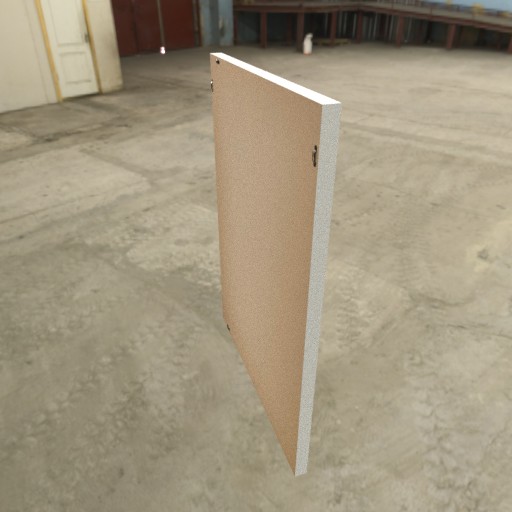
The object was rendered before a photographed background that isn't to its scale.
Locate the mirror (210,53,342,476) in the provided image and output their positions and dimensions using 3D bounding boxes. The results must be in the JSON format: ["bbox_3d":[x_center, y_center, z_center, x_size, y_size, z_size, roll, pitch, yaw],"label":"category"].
[{"bbox_3d":[0.000,0.000,1.305,0.041,1.016,0.762,-10,32,-16],"label":"mirror"}]
